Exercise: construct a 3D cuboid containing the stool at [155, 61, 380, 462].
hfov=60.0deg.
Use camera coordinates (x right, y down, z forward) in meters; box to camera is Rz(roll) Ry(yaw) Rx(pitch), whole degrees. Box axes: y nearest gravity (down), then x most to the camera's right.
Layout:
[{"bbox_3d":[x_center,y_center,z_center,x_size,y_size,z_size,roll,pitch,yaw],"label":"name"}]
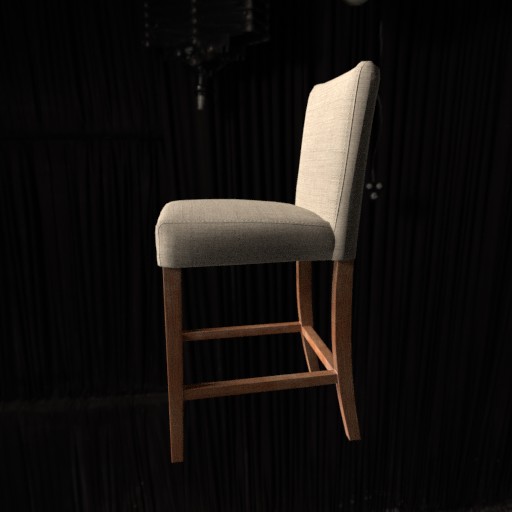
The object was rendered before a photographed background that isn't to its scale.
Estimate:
[{"bbox_3d":[0.000,0.000,1.336,0.567,1.039,0.454,-2,13,-9],"label":"stool"}]
